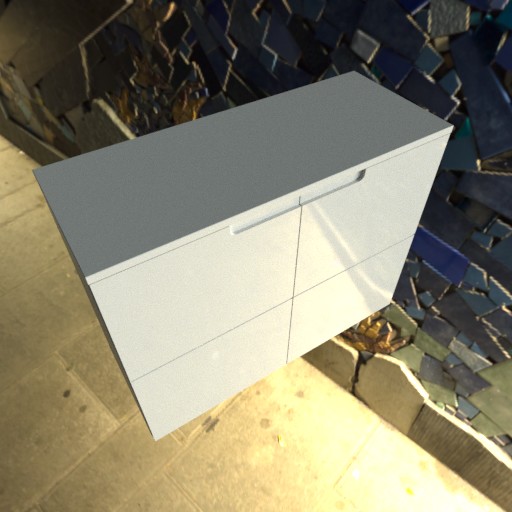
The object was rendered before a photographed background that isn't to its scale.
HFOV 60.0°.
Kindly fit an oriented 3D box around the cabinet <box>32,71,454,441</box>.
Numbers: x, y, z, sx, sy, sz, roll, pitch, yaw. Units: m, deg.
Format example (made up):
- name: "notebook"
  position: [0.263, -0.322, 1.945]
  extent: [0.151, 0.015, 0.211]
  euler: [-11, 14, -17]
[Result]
- name: "cabinet"
  position: [0.000, 0.000, 1.405]
  extent: [1.000, 0.800, 0.400]
  euler: [-25, 51, -22]
